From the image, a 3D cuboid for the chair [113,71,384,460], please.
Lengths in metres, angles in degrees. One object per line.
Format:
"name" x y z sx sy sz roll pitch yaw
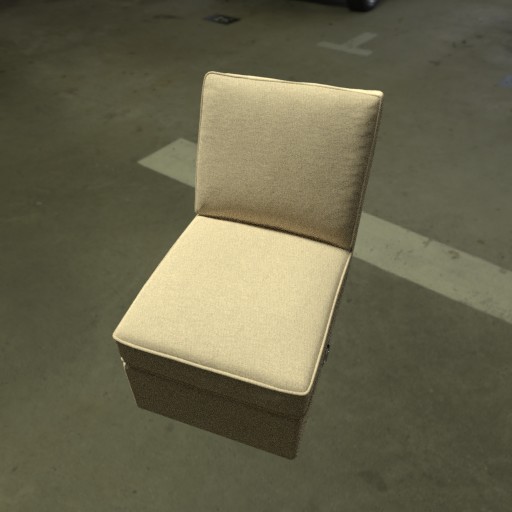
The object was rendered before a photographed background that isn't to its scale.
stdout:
"chair" 0.000 0.000 1.529 0.621 0.970 0.938 13 44 14
